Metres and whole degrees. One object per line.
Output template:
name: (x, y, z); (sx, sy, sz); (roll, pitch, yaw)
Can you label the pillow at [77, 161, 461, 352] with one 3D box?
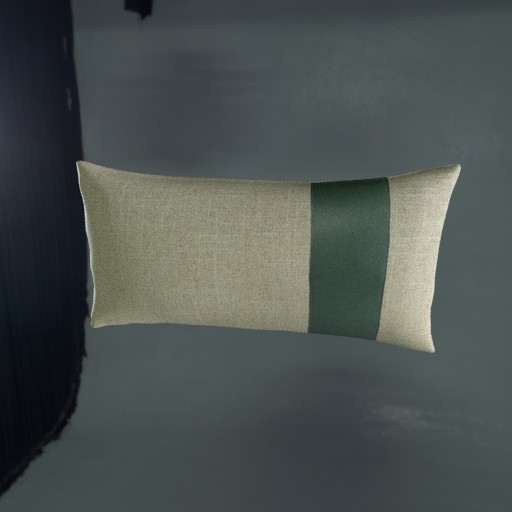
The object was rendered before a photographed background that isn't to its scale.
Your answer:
pillow: (0.000, 0.000, 1.030); (0.859, 0.429, 0.197); (2, 14, 8)
